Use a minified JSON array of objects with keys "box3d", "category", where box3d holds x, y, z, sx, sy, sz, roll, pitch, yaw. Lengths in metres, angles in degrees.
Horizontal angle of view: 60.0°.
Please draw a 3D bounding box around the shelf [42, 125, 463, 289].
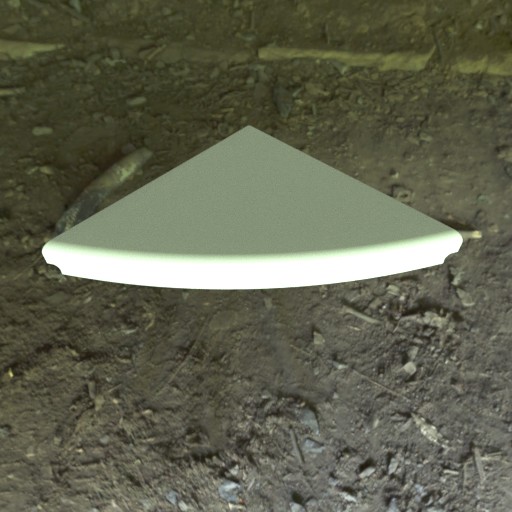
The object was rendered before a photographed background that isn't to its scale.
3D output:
[{"box3d":[0.000,0.000,0.471,0.310,0.050,0.310,34,56,27],"category":"shelf"}]
